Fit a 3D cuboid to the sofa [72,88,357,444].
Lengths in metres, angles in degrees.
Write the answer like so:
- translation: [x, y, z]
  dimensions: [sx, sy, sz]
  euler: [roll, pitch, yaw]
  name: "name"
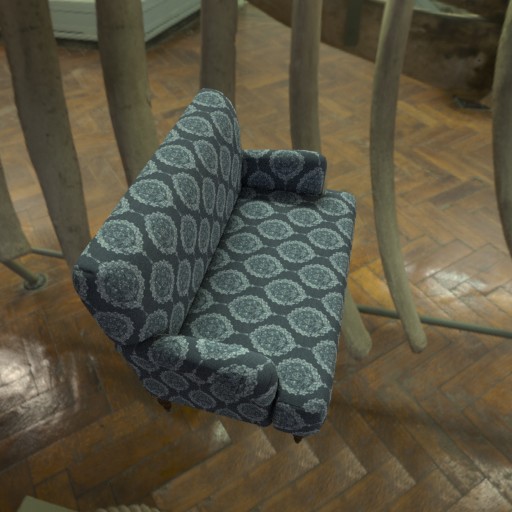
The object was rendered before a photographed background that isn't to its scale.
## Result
- translation: [0.000, 0.000, 1.843]
  dimensions: [0.779, 0.867, 1.297]
  euler: [10, 47, 10]
  name: "sofa"
